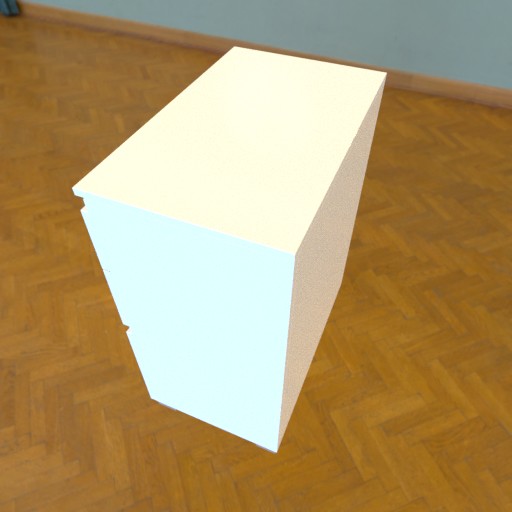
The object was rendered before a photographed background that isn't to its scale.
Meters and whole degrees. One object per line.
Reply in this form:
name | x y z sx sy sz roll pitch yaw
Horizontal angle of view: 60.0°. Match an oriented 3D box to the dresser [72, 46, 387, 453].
dresser | 0.000 0.000 1.191 0.400 0.800 0.650 17 49 16
